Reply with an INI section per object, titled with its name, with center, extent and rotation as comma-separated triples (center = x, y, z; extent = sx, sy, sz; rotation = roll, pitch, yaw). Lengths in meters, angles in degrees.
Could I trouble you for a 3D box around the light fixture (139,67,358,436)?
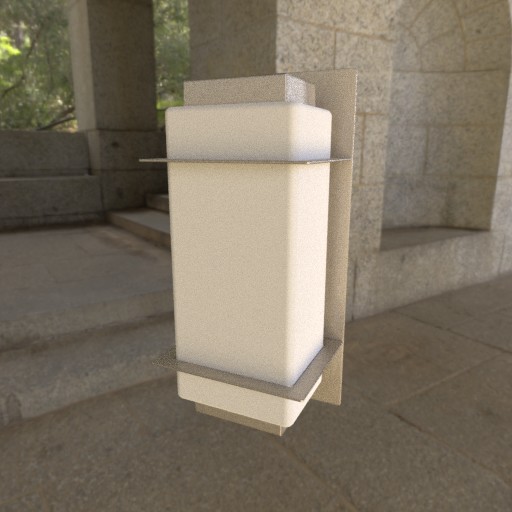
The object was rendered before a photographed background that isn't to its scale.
[light fixture]
center = 0.000, 0.000, 0.473
extent = 0.168, 0.380, 0.160
rotation = 6, 15, 25
